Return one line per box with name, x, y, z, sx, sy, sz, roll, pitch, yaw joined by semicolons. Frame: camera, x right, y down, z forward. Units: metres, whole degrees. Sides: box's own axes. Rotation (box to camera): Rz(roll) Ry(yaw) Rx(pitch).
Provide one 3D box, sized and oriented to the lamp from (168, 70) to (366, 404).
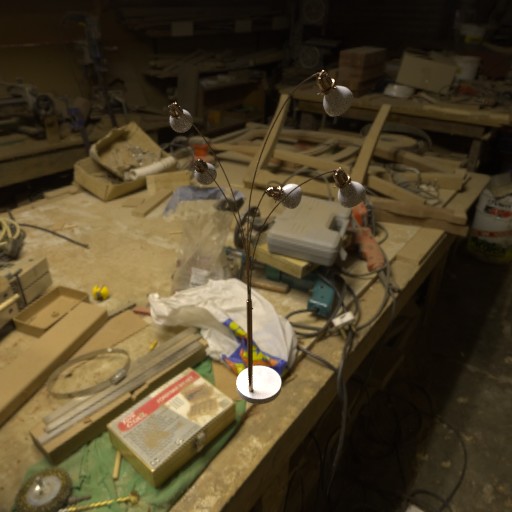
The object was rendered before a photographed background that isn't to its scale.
lamp;0.000;0.000;2.985;1.405;2.423;0.361;21;36;32
